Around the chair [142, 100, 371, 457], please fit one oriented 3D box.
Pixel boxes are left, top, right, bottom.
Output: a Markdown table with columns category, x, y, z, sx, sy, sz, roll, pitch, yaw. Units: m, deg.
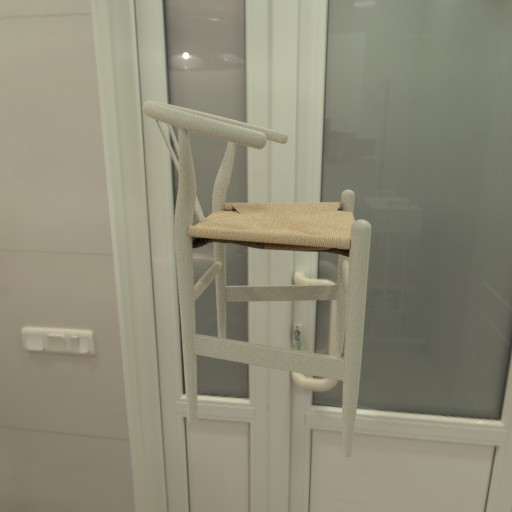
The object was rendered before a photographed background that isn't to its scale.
| category | x | y | z | sx | sy | sz | roll | pitch | yaw |
| --- | --- | --- | --- | --- | --- | --- | --- | --- | --- |
| chair | 0.000 | 0.000 | 1.110 | 0.500 | 0.736 | 0.533 | 2 | 15 | 8 |
